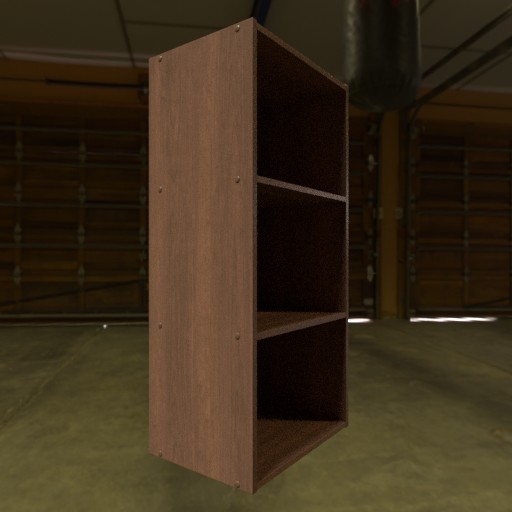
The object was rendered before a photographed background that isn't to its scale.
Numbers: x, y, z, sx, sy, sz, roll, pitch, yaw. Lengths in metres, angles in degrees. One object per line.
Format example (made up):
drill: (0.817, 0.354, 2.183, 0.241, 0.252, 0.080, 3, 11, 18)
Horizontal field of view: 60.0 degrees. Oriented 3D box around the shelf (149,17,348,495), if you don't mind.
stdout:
shelf: (0.000, 0.000, 1.067, 0.290, 0.879, 0.414, 0, 0, 37)
